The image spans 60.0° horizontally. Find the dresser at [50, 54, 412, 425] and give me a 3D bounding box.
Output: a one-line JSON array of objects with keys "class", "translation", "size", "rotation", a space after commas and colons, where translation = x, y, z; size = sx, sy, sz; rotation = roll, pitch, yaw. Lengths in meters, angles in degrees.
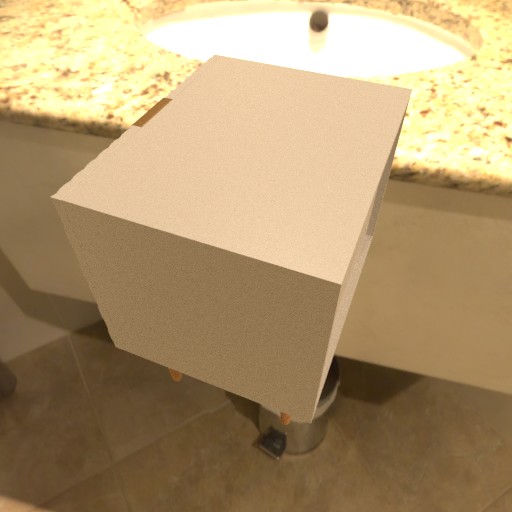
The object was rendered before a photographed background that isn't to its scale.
[{"class": "dresser", "translation": [0.000, 0.000, 0.914], "size": [0.414, 0.568, 0.503], "rotation": [17, 49, 15]}]
